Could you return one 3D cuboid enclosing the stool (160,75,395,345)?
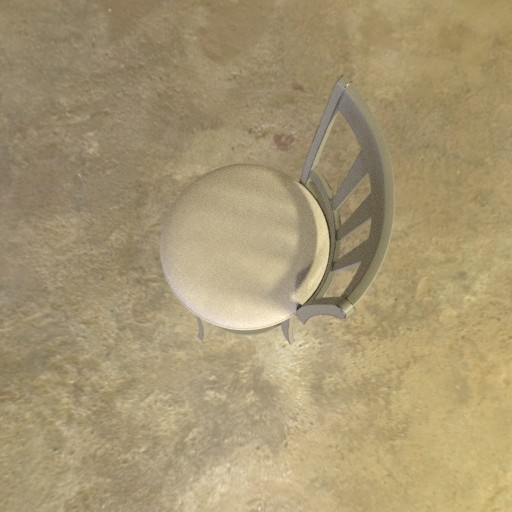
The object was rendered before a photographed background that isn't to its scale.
[{"bbox_3d":[0.000,0.000,1.239,0.486,0.994,0.450,3,75,1],"label":"stool"}]
